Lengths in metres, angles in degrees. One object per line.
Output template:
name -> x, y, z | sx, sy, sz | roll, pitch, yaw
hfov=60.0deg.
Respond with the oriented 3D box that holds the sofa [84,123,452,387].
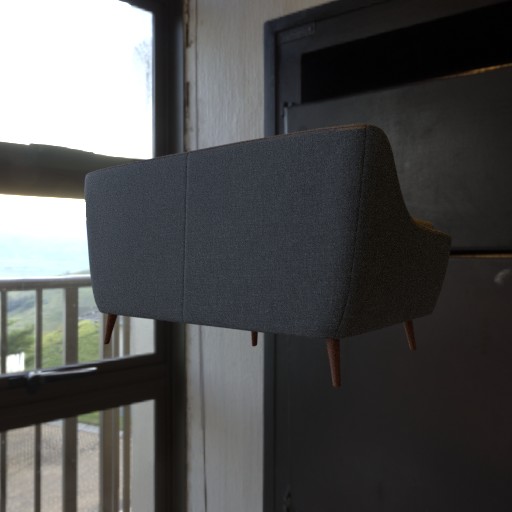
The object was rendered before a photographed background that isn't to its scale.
sofa -> 0.000, 0.000, 2.195 | 1.646, 0.887, 0.976 | 0, 0, 35
